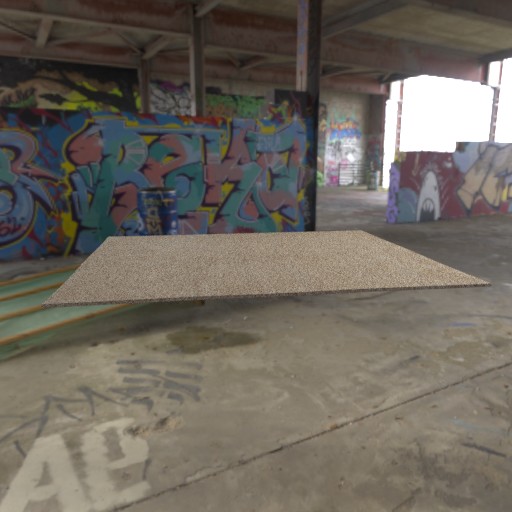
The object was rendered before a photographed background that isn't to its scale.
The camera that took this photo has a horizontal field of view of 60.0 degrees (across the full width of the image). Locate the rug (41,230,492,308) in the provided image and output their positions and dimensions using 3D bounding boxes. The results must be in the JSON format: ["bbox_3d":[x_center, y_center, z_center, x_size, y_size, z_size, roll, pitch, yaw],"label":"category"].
[{"bbox_3d":[0.000,0.000,4.065,3.000,0.025,2.400,-2,13,-9],"label":"rug"}]
